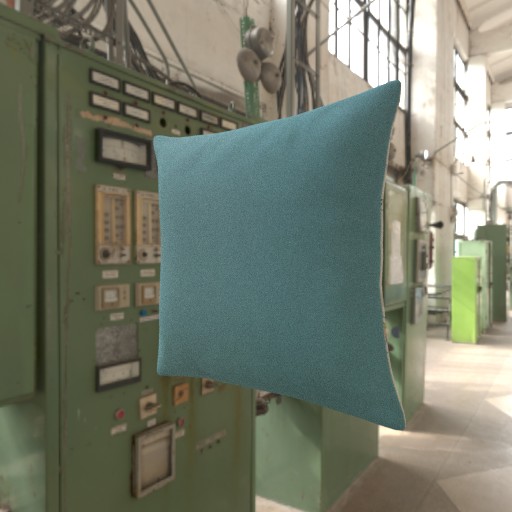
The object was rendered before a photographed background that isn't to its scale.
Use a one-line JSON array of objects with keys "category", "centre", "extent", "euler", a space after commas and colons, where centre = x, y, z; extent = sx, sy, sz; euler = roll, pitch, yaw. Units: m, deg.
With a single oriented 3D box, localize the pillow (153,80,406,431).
[{"category": "pillow", "centre": [0.000, 0.000, 0.790], "extent": [0.526, 0.507, 0.166], "euler": [0, 0, 36]}]
